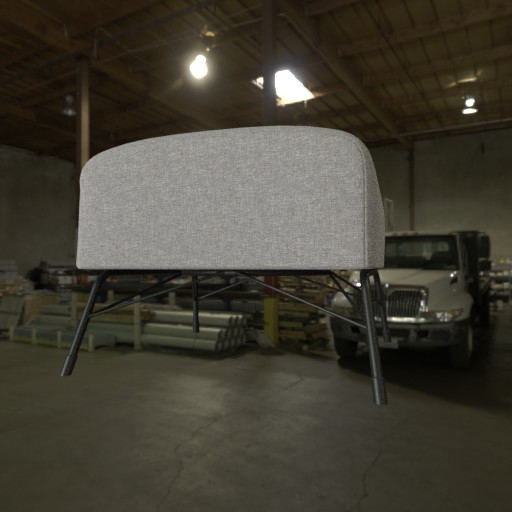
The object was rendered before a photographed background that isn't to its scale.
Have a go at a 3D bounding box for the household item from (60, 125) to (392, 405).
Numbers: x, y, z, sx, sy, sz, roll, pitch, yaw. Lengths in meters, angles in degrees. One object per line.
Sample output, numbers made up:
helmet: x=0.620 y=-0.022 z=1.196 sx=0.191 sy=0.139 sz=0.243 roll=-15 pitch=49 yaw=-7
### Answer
household item: x=0.000 y=0.000 z=0.919 sx=0.530 sy=0.410 sz=0.530 roll=0 pitch=-2 yaw=18
